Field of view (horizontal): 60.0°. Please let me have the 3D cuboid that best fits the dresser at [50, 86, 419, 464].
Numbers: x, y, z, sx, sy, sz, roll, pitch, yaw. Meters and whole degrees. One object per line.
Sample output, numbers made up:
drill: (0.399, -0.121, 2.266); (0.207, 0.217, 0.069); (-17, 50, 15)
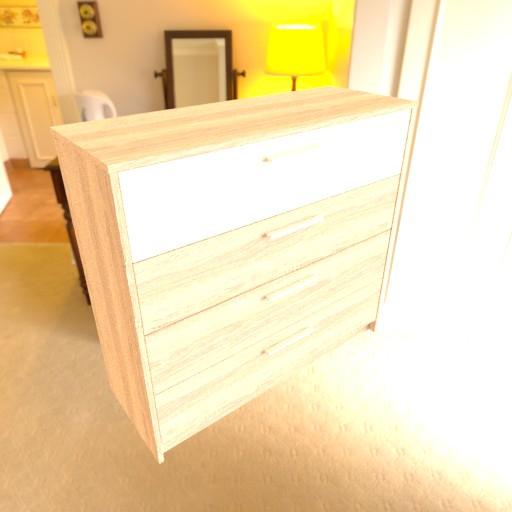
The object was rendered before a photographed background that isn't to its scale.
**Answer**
dresser: (0.000, 0.000, 1.435); (0.980, 0.900, 0.380); (-21, 36, -32)
